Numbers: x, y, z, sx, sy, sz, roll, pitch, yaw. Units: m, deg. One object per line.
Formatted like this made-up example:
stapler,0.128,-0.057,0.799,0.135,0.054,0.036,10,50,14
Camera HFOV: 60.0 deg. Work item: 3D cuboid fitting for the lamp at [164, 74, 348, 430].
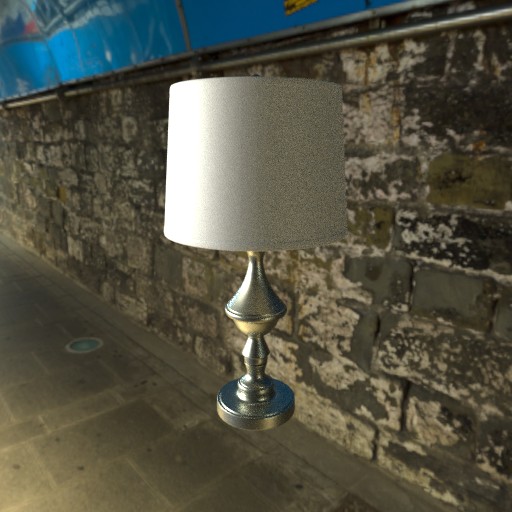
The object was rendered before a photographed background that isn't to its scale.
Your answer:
lamp,0.000,0.000,0.957,0.383,0.733,0.383,0,14,0
